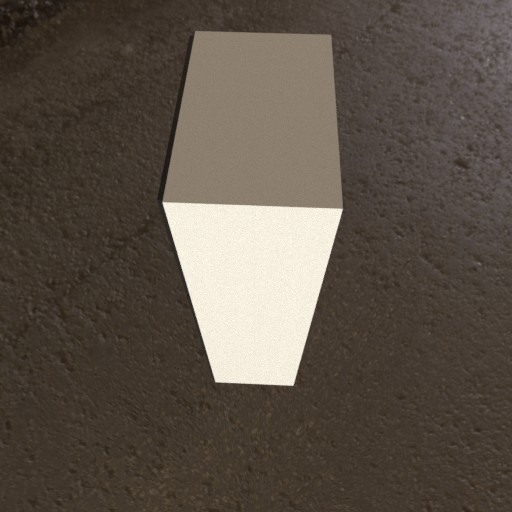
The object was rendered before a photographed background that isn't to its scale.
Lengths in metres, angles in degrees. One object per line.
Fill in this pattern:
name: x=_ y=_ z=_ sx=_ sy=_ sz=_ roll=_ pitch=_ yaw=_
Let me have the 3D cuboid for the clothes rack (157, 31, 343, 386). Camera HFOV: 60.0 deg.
clothes rack: x=0.000 y=0.000 z=1.411 sx=0.330 sy=1.187 sz=0.500 roll=2 pitch=59 yaw=1
